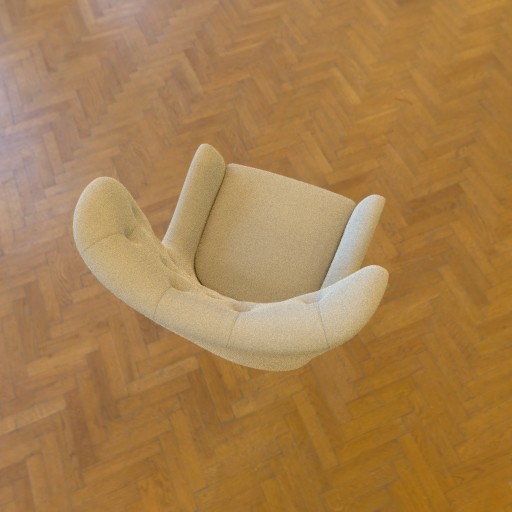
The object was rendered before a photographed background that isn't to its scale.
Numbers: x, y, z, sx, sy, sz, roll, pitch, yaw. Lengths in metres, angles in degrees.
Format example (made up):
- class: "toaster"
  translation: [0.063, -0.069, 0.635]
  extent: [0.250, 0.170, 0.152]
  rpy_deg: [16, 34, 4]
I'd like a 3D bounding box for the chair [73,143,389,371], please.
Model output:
- class: "chair"
  translation: [0.000, 0.000, 1.682]
  extent: [0.831, 1.079, 0.929]
  rpy_deg: [19, 66, 9]
